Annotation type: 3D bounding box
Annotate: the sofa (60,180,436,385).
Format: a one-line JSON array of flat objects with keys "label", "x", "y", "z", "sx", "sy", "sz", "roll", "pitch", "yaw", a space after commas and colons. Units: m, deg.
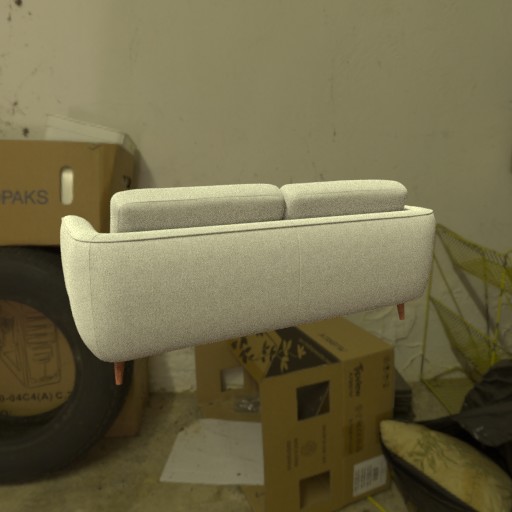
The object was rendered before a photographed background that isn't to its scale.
[{"label": "sofa", "x": 0.000, "y": 0.000, "z": 2.509, "sx": 2.000, "sy": 0.850, "sz": 0.920, "roll": -7, "pitch": 15, "yaw": -27}]
